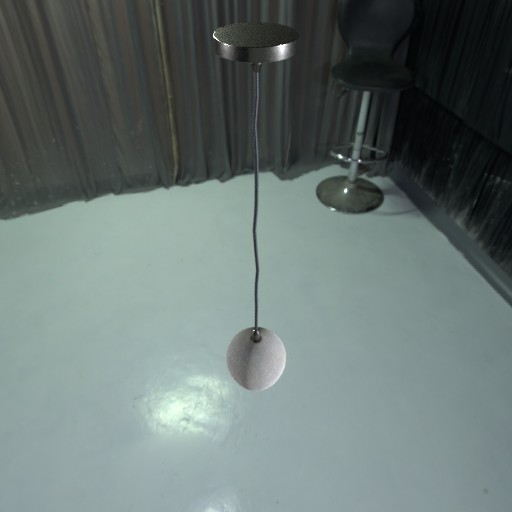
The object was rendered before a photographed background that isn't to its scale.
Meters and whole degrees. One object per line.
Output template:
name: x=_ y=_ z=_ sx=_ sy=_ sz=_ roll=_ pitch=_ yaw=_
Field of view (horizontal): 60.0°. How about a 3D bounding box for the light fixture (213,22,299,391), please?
light fixture: x=0.000 y=0.000 z=0.822 sx=0.139 sy=0.764 sz=0.139 roll=-13 pitch=44 yaw=-15
